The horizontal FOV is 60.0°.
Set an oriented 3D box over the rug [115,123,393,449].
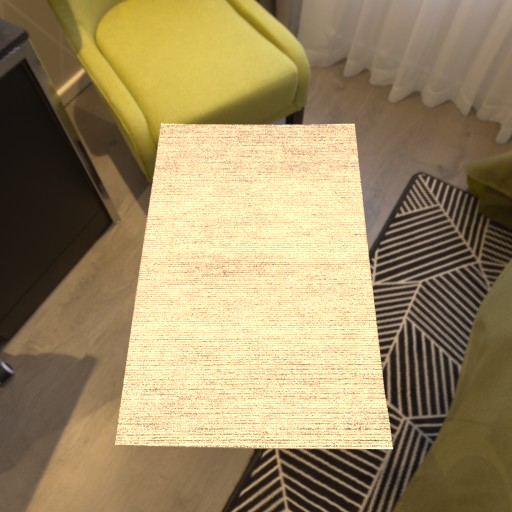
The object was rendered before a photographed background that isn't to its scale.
[{"bbox_3d":[0.000,0.000,2.222,1.149,0.021,1.773,1,63,0],"label":"rug"}]
